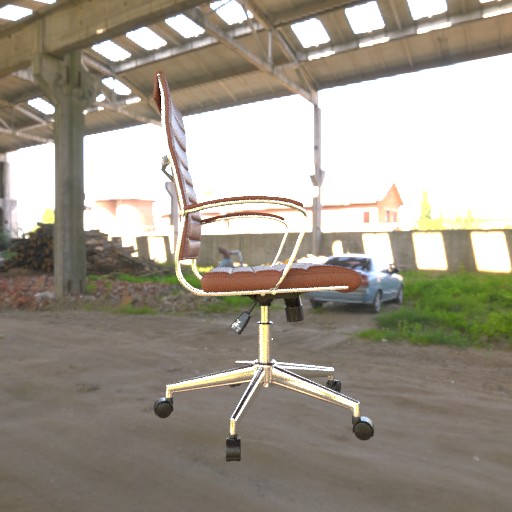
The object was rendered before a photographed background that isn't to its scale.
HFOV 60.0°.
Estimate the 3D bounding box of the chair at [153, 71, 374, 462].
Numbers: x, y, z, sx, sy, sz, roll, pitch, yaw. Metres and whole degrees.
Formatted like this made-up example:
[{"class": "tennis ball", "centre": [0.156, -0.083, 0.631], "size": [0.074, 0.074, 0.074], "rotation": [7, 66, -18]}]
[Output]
[{"class": "chair", "centre": [0.000, 0.000, 1.600], "size": [0.739, 1.149, 0.766], "rotation": [0, 0, -2]}]
